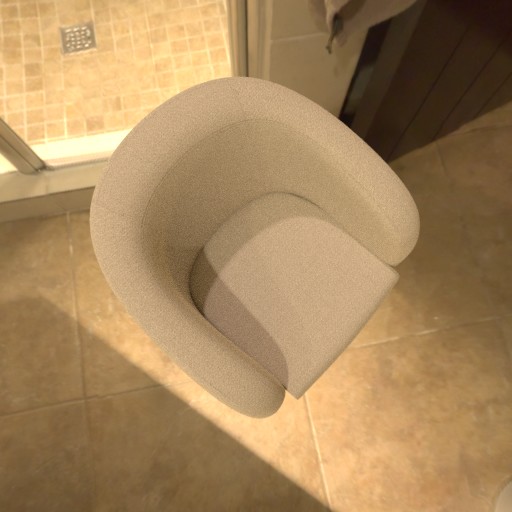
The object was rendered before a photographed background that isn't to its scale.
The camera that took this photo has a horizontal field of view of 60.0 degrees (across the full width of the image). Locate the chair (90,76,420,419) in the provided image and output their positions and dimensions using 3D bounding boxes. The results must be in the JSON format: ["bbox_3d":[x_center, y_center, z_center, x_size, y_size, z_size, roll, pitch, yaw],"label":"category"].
[{"bbox_3d":[0.000,0.000,1.447,0.815,0.771,0.791,41,78,10],"label":"chair"}]
